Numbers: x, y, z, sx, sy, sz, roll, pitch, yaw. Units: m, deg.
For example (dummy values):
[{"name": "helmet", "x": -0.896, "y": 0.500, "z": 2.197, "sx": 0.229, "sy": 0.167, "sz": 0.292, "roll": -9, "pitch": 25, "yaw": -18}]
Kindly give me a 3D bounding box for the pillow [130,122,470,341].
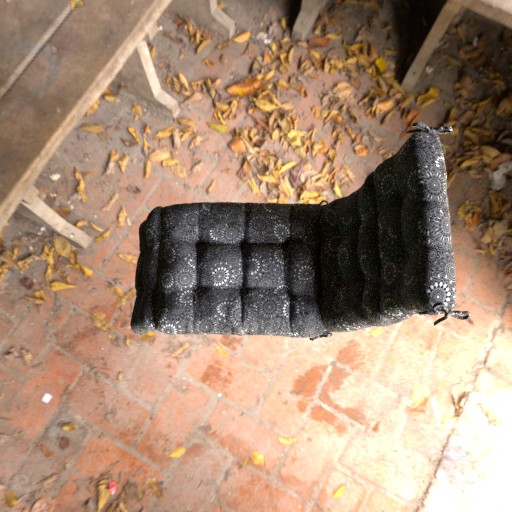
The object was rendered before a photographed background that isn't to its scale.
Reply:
[{"name": "pillow", "x": 0.000, "y": 0.000, "z": 1.483, "sx": 1.016, "sy": 0.863, "sz": 0.526, "roll": 1, "pitch": 75, "yaw": 0}]
